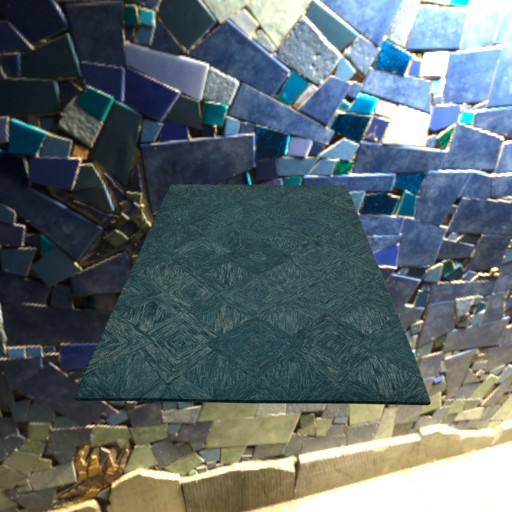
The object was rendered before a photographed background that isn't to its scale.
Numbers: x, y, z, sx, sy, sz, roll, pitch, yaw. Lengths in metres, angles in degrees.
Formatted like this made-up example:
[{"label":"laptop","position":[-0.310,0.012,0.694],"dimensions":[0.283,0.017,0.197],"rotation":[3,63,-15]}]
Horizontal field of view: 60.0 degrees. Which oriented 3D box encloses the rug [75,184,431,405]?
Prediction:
[{"label":"rug","position":[0.000,0.000,2.121],"dimensions":[1.136,0.017,1.728],"rotation":[0,32,1]}]
